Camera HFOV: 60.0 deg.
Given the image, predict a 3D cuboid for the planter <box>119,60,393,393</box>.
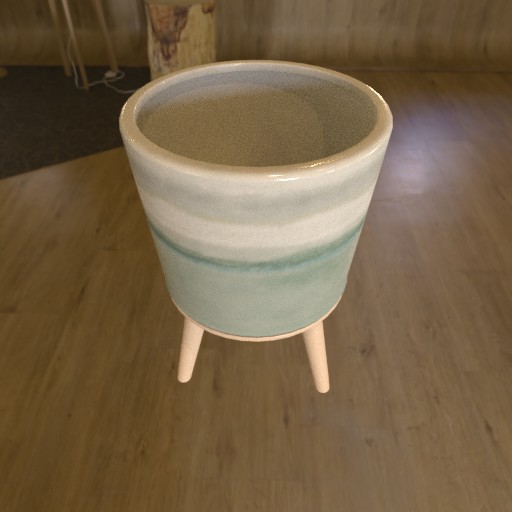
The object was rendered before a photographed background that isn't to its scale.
[{"bbox_3d":[0.000,0.000,0.572,0.265,0.404,0.265,12,43,13],"label":"planter"}]
